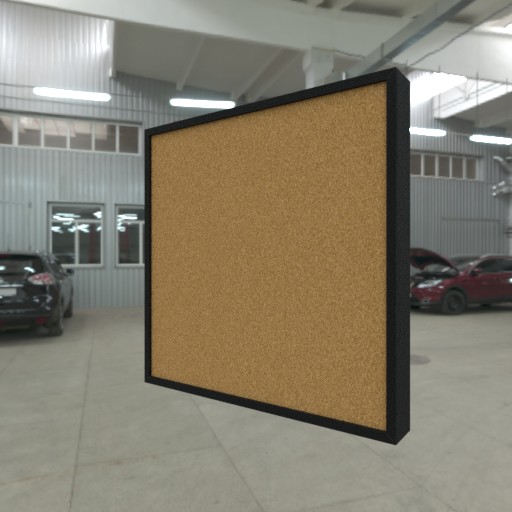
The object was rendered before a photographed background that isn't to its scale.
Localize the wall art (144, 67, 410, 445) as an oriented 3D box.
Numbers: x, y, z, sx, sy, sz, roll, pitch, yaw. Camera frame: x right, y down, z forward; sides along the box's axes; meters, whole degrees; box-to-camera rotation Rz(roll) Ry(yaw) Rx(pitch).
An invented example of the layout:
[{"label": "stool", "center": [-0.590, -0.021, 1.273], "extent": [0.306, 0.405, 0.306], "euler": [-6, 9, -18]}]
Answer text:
[{"label": "wall art", "center": [0.000, 0.000, 0.461], "extent": [0.305, 0.305, 0.037], "euler": [0, 0, 36]}]
